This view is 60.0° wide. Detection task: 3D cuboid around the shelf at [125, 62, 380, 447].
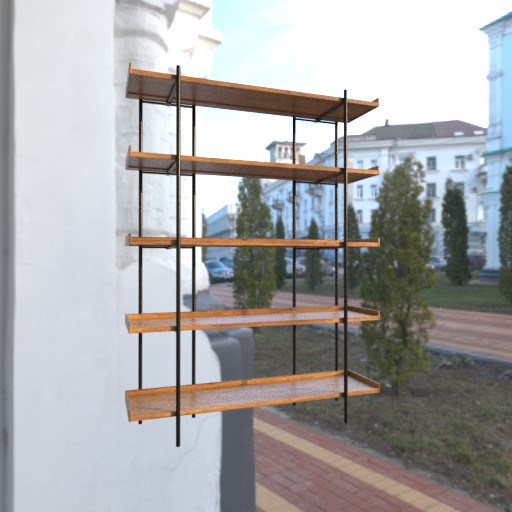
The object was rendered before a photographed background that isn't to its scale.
[{"bbox_3d":[0.000,0.000,2.449,1.371,1.826,0.379,0,0,-19],"label":"shelf"}]
